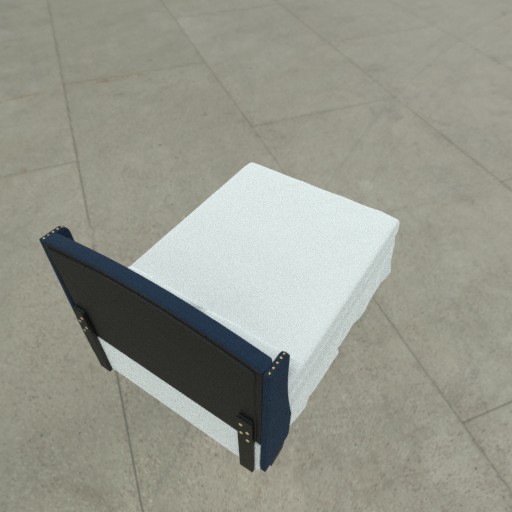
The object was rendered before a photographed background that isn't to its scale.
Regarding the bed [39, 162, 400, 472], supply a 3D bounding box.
[{"bbox_3d":[0.000,0.000,3.322,1.604,1.402,2.223,26,52,22],"label":"bed"}]
